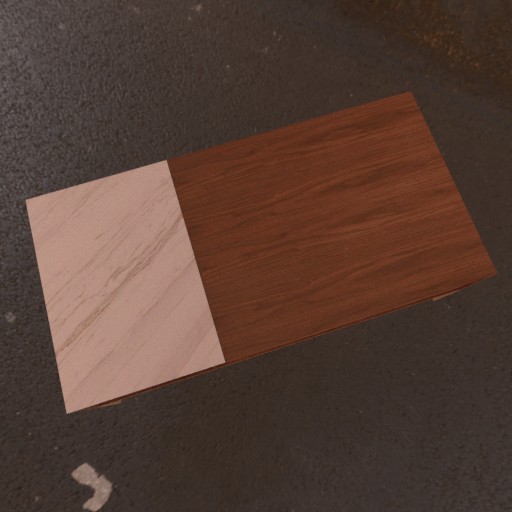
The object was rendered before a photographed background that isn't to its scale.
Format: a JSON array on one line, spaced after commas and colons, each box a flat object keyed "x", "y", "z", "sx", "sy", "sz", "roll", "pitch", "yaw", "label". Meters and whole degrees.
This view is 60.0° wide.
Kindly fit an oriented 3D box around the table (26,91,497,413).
[{"x": 0.000, "y": 0.000, "z": 1.881, "sx": 1.553, "sy": 0.551, "sz": 0.789, "roll": -17, "pitch": 75, "yaw": -5, "label": "table"}]
